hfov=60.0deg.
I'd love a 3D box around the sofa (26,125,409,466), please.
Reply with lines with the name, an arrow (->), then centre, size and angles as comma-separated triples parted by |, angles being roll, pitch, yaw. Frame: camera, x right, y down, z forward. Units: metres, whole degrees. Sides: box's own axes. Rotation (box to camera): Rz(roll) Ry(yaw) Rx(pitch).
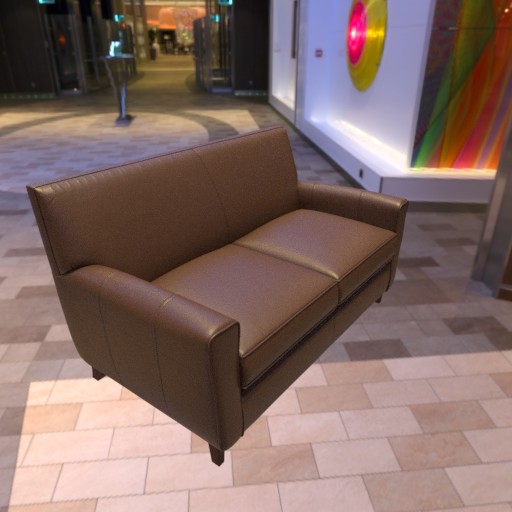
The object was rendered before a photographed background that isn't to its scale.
sofa -> 0.000, 0.000, 1.971 | 0.853, 0.859, 1.468 | 19, 32, 33
